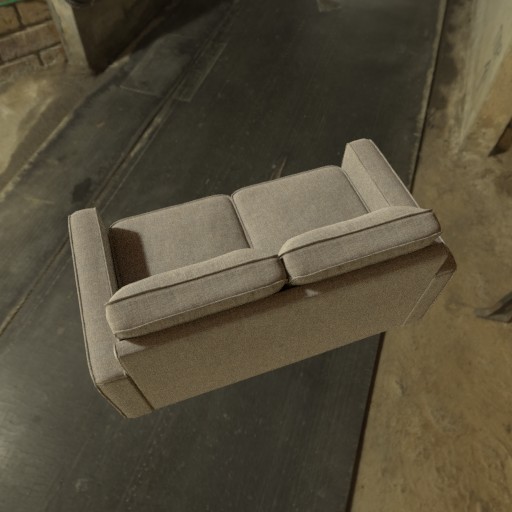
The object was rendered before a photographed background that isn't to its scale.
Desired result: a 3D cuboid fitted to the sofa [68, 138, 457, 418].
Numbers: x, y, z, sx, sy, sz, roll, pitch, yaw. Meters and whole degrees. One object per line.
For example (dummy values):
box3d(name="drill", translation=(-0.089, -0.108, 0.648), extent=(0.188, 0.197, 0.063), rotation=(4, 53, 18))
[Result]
box3d(name="sofa", translation=(0.000, 0.000, 2.249), extent=(1.706, 0.915, 0.945), rotation=(-16, 58, -10))
